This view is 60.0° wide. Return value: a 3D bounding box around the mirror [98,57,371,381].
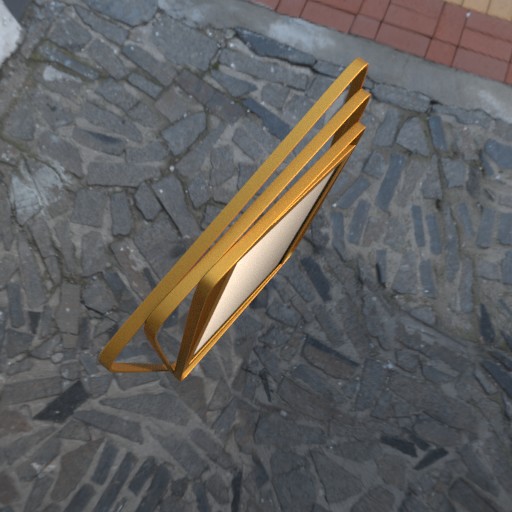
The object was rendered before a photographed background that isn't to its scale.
[{"bbox_3d":[0.000,0.000,0.697,0.045,0.468,0.470,38,79,9],"label":"mirror"}]
